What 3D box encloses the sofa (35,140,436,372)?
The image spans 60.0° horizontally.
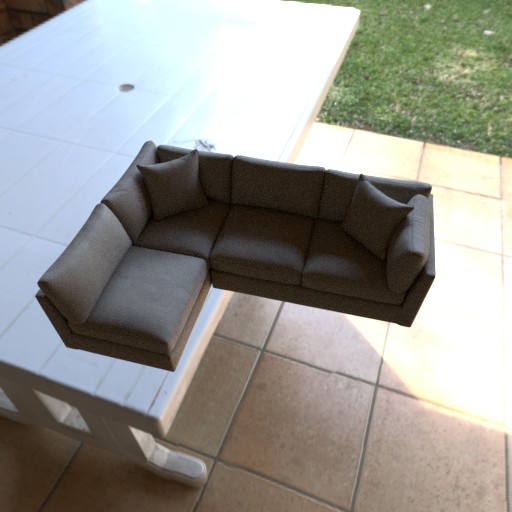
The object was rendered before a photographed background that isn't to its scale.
[{"bbox_3d":[0.000,0.000,3.827,2.896,0.978,1.994,10,47,10],"label":"sofa"}]
